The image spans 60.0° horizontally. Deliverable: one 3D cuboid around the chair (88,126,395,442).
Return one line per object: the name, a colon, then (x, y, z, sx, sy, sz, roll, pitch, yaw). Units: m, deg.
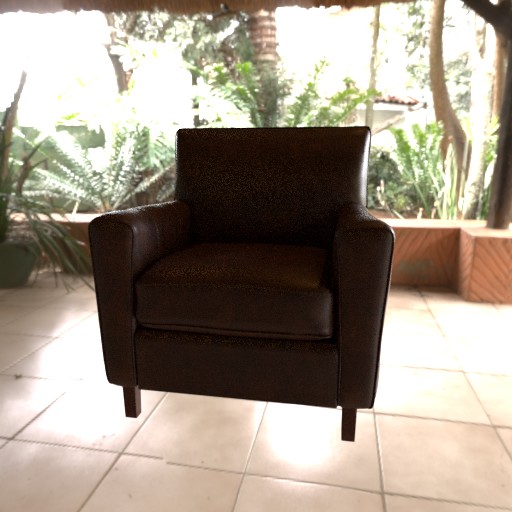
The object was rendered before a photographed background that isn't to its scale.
chair: (0.000, 0.000, 1.607, 0.870, 0.943, 0.823, 2, 13, 10)
